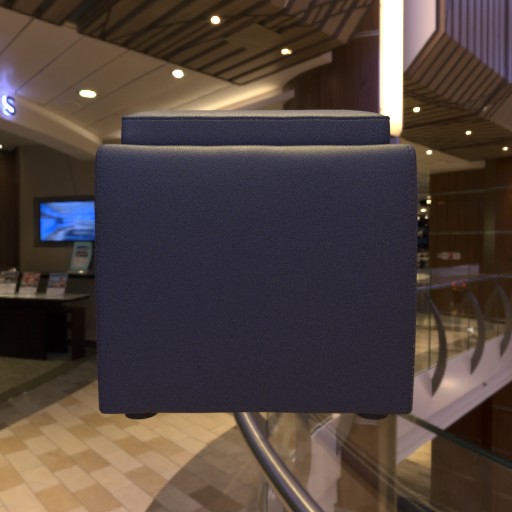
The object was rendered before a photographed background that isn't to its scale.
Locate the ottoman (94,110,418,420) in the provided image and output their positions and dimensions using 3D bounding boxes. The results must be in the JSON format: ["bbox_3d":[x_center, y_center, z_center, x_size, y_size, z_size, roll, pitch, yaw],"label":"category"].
[{"bbox_3d":[0.000,0.000,0.818,0.451,0.460,0.450,0,1,0],"label":"ottoman"}]
